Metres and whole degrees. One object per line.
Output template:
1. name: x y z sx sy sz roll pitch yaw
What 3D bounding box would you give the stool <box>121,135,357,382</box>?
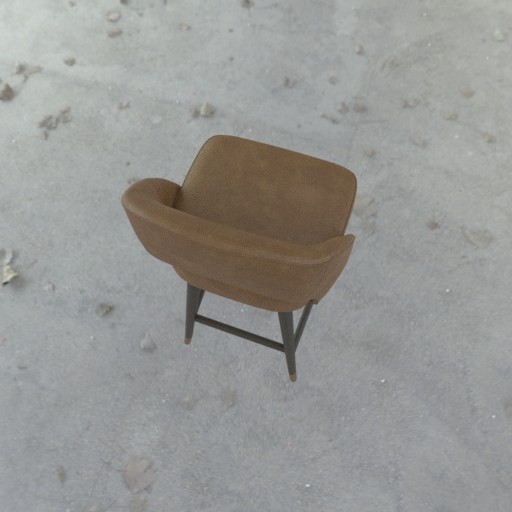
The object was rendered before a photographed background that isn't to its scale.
1. stool: 0.000 0.000 1.293 0.494 1.037 0.509 17 65 8
